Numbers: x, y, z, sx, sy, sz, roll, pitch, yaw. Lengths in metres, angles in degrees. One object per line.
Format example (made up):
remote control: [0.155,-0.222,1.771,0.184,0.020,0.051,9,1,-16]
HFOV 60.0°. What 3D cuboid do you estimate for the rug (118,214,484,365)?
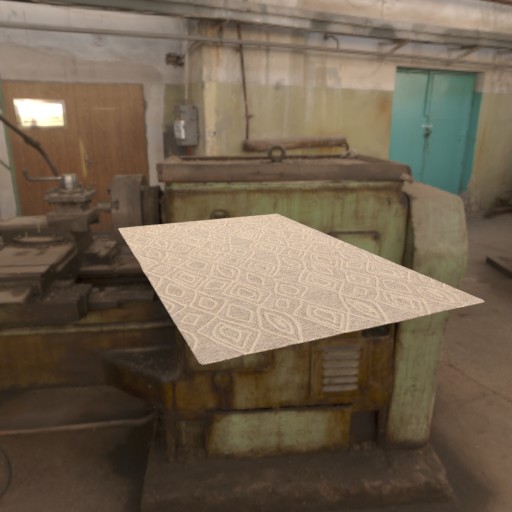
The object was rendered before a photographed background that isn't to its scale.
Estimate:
rug: [0.000,0.000,3.069,1.546,0.010,2.442,-7,19,-23]
